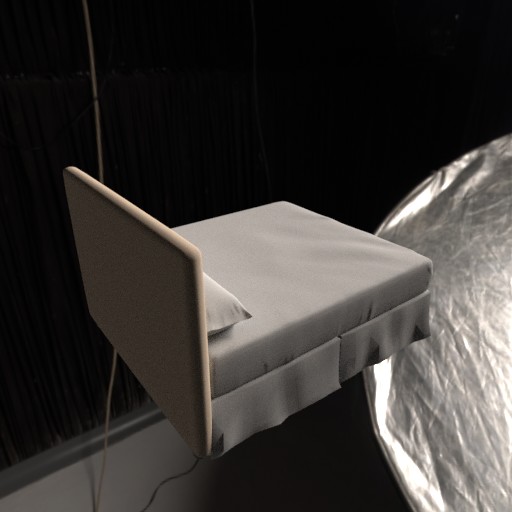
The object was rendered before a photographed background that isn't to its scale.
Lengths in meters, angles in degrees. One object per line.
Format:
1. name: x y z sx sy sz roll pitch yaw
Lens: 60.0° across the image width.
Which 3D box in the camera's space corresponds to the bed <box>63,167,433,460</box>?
1. bed: 0.000 0.000 3.361 2.142 1.330 1.884 -18 31 -33
